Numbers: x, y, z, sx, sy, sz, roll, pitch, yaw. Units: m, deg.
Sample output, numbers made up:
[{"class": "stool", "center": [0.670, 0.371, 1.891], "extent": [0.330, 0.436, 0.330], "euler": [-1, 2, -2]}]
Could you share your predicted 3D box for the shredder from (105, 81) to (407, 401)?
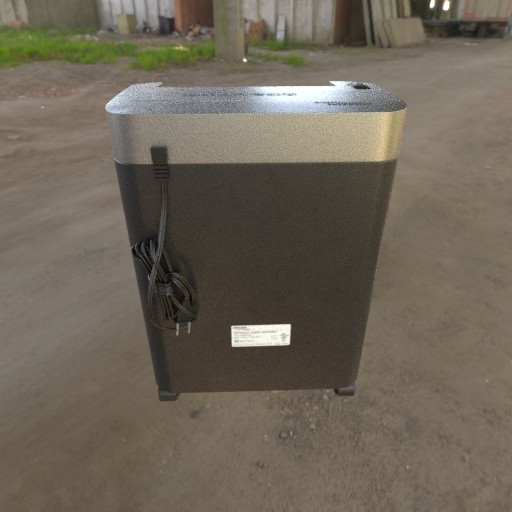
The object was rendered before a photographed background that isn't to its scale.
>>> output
[{"class": "shredder", "center": [0.000, 0.000, 0.599], "extent": [0.311, 0.419, 0.237], "euler": [-1, 30, -2]}]
